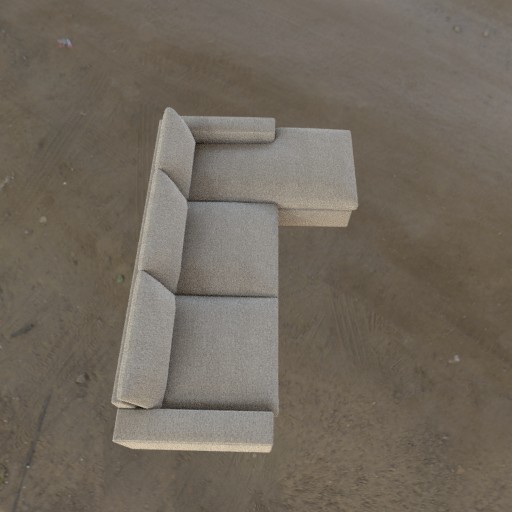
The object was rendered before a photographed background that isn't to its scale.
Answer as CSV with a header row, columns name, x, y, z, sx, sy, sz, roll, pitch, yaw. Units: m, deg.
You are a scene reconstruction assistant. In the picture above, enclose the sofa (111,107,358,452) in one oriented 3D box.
name,x,y,z,sx,sy,sz,roll,pitch,yaw
sofa,0.000,0.000,3.417,1.689,0.813,2.718,1,62,1
